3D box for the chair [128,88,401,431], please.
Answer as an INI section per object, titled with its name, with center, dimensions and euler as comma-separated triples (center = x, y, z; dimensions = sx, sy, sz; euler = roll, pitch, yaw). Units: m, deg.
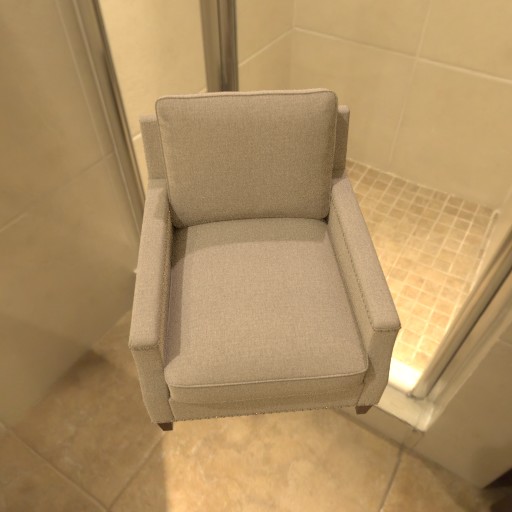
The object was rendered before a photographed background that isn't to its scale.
[chair]
center = 0.000, 0.000, 1.700
dimensions = 0.853, 0.943, 1.014
euler = -4, 48, -3
